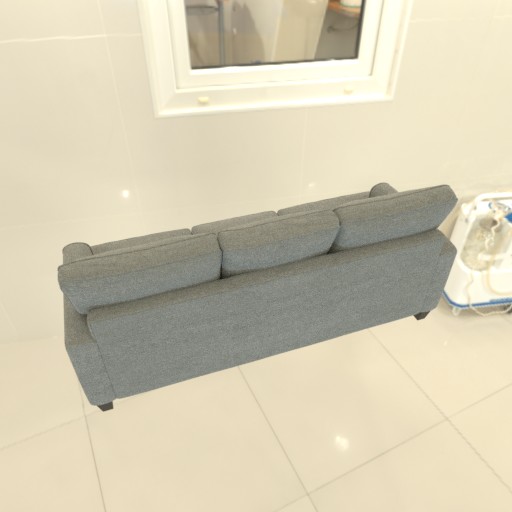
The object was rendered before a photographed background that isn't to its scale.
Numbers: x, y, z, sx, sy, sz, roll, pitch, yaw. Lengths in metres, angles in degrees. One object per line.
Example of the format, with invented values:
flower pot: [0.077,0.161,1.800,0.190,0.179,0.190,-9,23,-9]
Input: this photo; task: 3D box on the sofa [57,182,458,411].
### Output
sofa: [0.000,0.000,2.655,2.158,0.965,0.951,-13,42,-14]
